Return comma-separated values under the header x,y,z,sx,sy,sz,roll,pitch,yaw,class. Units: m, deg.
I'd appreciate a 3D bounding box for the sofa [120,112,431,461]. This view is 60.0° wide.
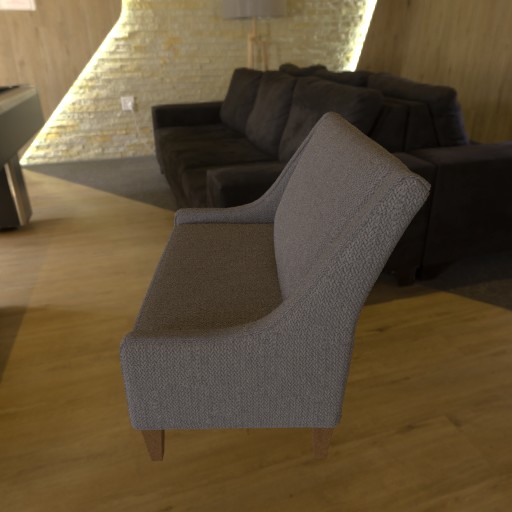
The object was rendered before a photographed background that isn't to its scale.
x,y,z,sx,sy,sz,roll,pitch,yaw,class
0.000,0.000,1.858,0.873,1.022,1.242,0,25,-1,sofa
